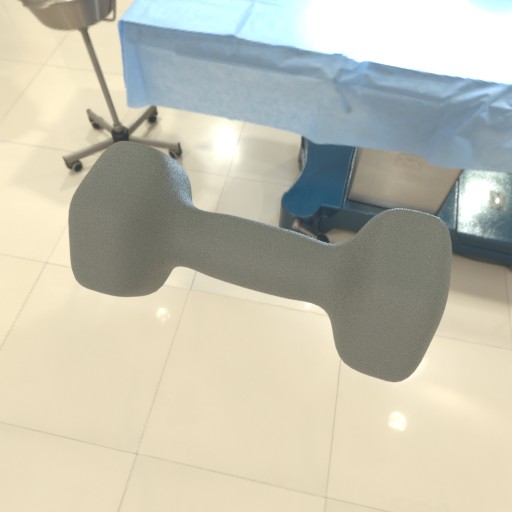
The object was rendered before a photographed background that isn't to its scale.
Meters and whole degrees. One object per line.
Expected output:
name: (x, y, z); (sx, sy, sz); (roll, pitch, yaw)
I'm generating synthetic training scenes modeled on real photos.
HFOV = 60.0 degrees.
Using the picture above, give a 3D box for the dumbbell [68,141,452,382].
dumbbell: (0.000, 0.000, 0.233); (0.184, 0.081, 0.090); (16, 59, 10)
